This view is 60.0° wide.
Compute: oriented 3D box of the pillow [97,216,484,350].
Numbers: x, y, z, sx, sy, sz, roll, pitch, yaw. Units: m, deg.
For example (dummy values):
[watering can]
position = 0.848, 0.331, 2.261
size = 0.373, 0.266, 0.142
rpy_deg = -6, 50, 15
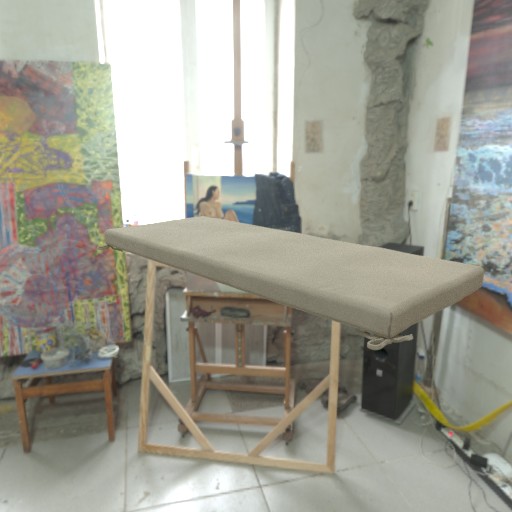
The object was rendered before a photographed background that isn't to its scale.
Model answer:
[pillow]
position = 0.000, 0.000, 1.341
size = 0.492, 0.081, 1.187
rpy_deg = -13, 19, -43
